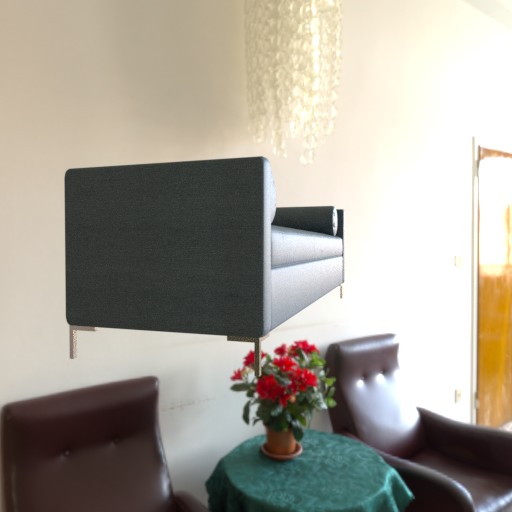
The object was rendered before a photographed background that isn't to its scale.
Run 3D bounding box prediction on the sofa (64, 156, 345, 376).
[{"bbox_3d":[0.000,0.000,2.280,0.686,0.635,1.981,0,1,18],"label":"sofa"}]
